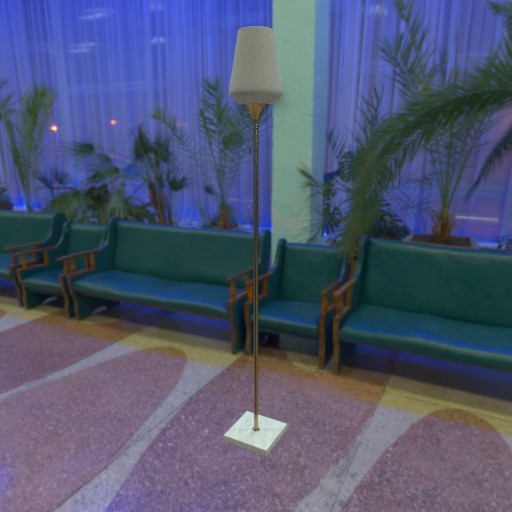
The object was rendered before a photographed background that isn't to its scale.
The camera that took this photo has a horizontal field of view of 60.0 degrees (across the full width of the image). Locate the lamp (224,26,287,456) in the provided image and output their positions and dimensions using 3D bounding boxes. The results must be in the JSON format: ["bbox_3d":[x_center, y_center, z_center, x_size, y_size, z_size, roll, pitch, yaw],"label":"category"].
[{"bbox_3d":[0.000,0.000,1.953,0.232,1.813,0.229,8,16,27],"label":"lamp"}]
